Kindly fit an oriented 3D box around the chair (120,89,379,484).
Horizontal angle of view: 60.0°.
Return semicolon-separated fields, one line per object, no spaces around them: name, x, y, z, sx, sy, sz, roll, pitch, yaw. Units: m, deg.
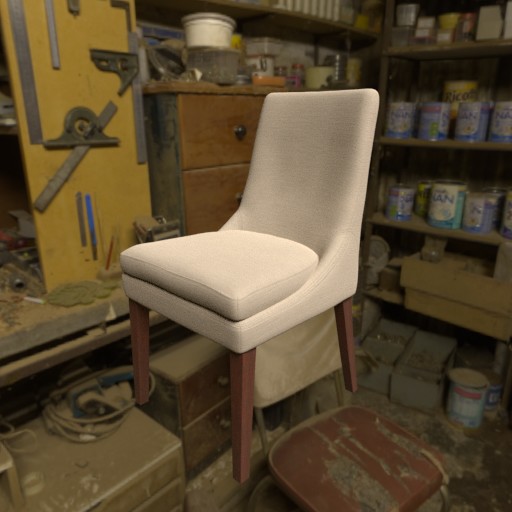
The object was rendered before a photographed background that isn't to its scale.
chair;0.000;0.000;1.320;0.515;0.940;0.638;16;24;41
